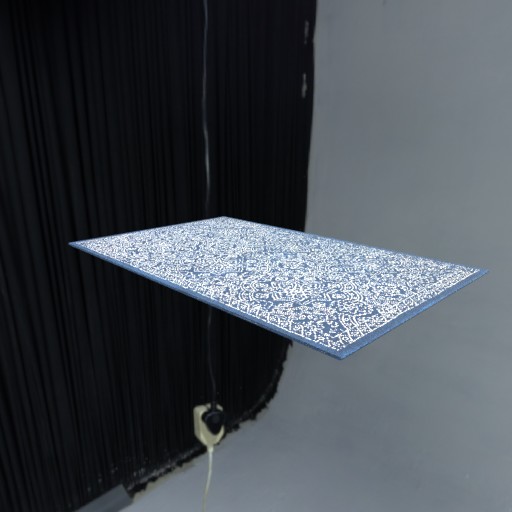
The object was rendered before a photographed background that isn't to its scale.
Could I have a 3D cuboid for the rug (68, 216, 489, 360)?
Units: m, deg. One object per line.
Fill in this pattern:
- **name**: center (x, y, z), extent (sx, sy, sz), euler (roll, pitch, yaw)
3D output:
- **rug**: center (0.000, 0.000, 2.977), extent (1.526, 0.015, 2.441), euler (-15, 22, -42)
